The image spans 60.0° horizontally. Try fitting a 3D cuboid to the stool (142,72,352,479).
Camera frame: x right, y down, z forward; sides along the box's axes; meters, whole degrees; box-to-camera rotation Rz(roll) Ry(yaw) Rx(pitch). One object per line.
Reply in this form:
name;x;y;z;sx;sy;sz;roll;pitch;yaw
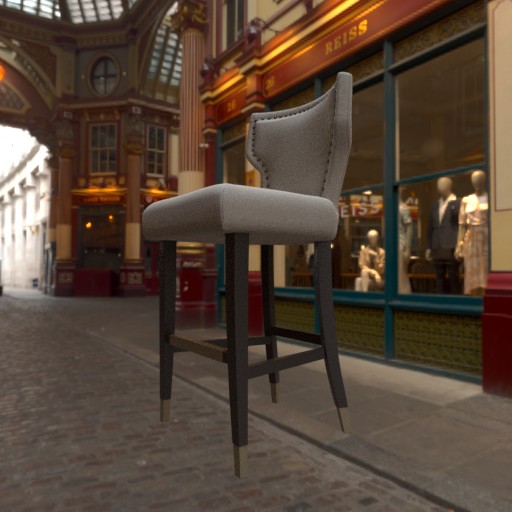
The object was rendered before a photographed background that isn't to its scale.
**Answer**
stool;0.000;0.000;1.401;0.563;1.092;0.526;1;-1;-35
